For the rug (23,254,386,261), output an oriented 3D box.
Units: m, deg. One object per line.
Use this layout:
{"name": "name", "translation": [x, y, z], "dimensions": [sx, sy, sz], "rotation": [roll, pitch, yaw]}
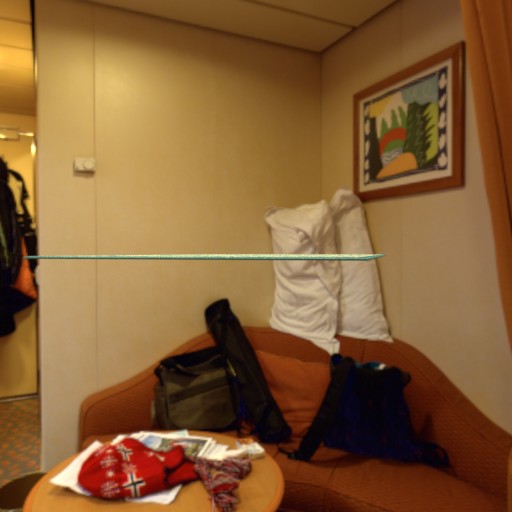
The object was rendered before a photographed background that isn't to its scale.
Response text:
{"name": "rug", "translation": [0.000, 0.000, 2.857], "dimensions": [1.554, 0.012, 2.205], "rotation": [0, 1, 18]}
